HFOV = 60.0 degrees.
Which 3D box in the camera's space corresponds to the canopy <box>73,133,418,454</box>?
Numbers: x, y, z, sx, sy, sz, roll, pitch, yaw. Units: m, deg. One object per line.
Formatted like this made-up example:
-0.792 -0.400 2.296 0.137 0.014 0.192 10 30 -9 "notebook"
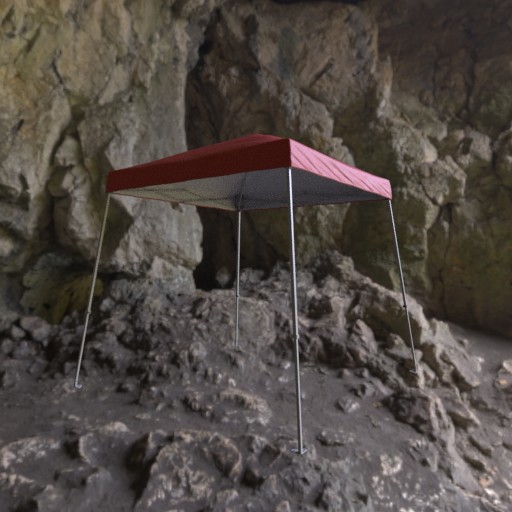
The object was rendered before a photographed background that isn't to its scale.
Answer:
0.000 0.000 5.142 2.848 2.849 2.849 0 -1 36 "canopy"
